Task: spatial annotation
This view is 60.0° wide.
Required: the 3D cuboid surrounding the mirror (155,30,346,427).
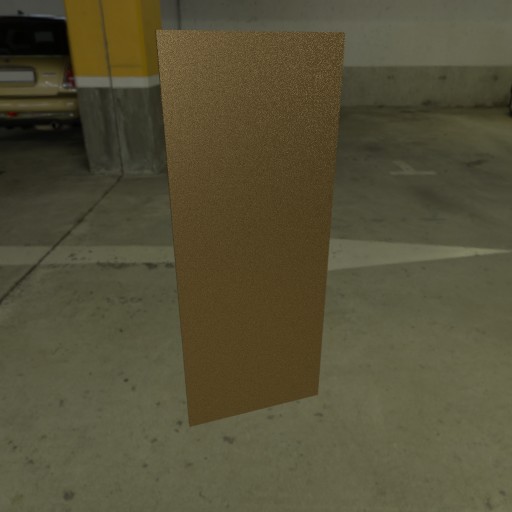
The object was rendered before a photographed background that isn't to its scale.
[{"bbox_3d":[0.000,0.000,2.244,0.812,2.031,0.025,-8,26,-17],"label":"mirror"}]
